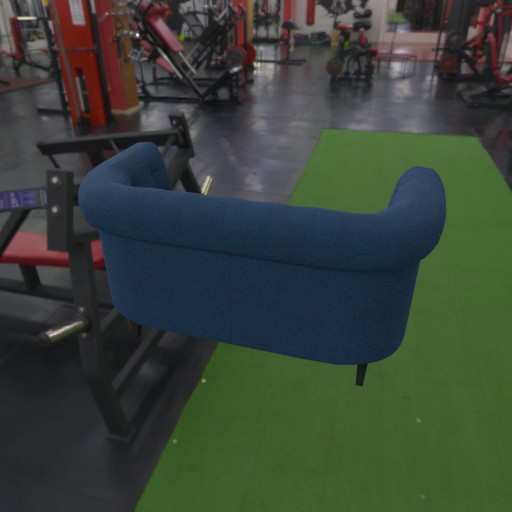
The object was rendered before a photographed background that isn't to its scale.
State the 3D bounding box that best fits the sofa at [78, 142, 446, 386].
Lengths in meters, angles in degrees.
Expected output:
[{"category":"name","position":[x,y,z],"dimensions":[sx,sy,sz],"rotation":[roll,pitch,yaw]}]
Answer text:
[{"category":"sofa","position":[0.000,0.000,2.077],"dimensions":[1.558,0.827,0.835],"rotation":[9,31,15]}]
